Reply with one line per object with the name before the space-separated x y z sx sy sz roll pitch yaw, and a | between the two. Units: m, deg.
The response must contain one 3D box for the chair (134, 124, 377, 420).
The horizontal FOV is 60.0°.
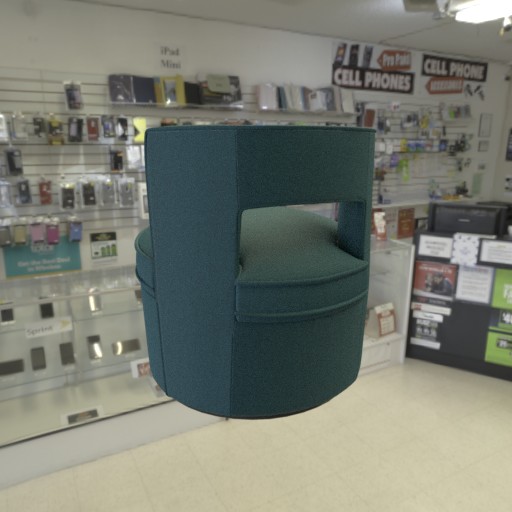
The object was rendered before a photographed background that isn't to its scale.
chair | 0.000 0.000 1.291 0.684 0.711 0.660 -7 16 -25
